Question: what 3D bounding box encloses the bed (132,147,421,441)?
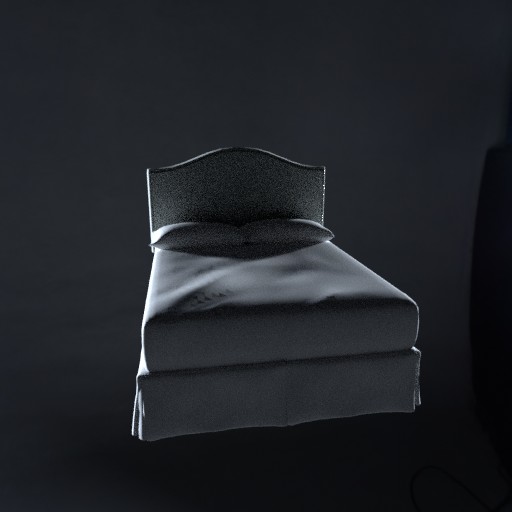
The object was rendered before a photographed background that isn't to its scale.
[{"bbox_3d":[0.000,0.000,3.489,1.813,1.607,2.180,-3,16,-10],"label":"bed"}]
